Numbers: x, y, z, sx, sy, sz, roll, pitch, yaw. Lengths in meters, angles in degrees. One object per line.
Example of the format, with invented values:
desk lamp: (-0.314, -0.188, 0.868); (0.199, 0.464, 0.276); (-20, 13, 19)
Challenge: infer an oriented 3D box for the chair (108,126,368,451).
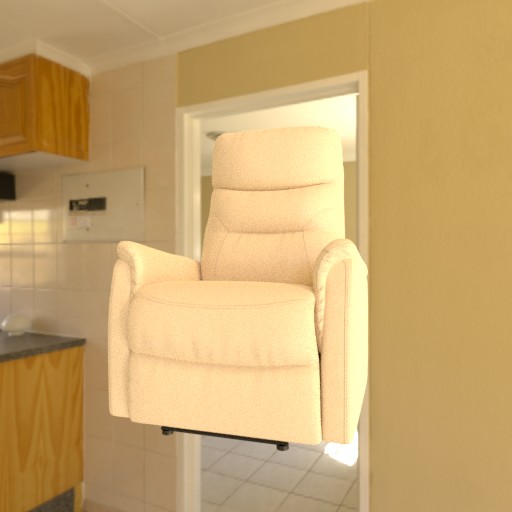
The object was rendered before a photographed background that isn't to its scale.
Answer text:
chair: (0.000, 0.000, 1.632); (0.775, 1.082, 0.831); (0, 0, 17)
